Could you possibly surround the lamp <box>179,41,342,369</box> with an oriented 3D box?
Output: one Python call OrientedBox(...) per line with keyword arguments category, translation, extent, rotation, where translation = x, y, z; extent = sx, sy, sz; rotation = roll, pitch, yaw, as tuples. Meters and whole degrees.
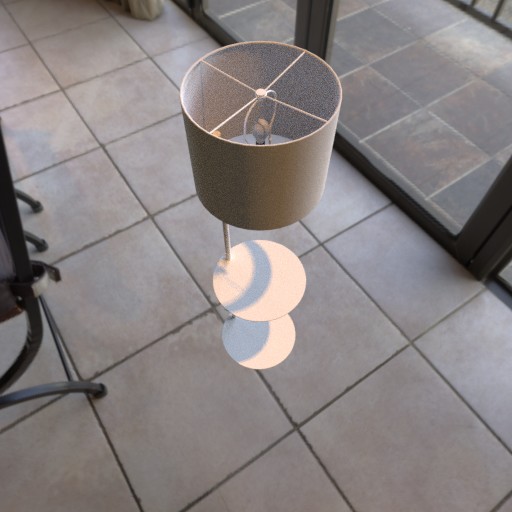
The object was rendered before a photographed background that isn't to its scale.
OrientedBox(category="lamp", translation=(0.000, 0.000, 1.640), extent=(0.405, 1.465, 0.372), rotation=(33, 63, 19))
